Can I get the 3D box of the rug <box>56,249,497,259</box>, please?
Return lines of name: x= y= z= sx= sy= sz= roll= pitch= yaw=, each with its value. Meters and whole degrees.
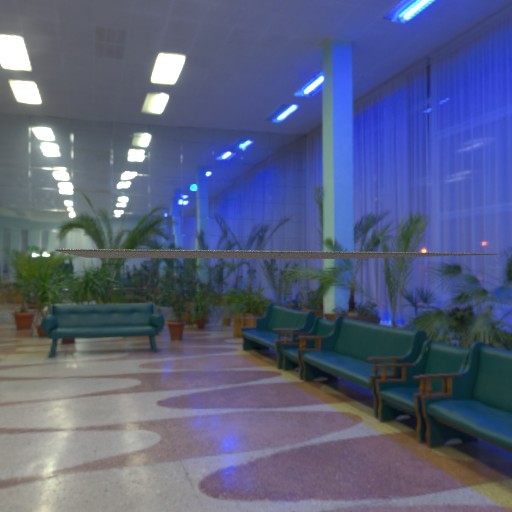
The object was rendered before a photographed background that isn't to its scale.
rug: x=0.000 y=0.000 z=4.036 sx=3.057 sy=0.013 sz=2.434 roll=0 pitch=-1 yaw=-17
